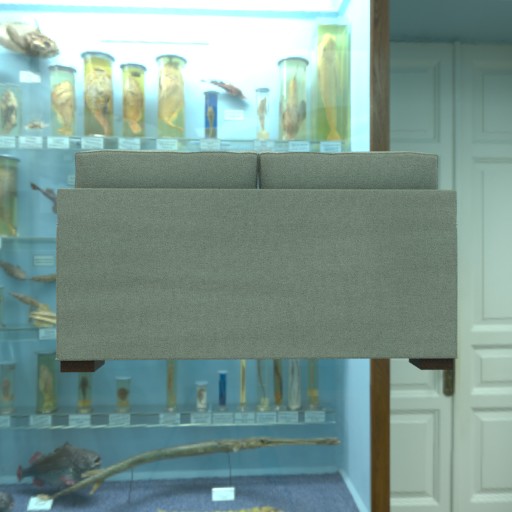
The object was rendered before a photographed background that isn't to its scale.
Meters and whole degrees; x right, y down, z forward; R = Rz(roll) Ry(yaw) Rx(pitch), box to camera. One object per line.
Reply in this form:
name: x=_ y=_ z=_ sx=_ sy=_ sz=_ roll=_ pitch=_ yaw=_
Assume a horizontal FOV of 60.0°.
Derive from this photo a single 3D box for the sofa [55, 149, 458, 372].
sofa: x=0.000 y=0.000 z=2.090 sx=1.484 sy=0.853 sz=0.940 roll=0 pitch=0 yaw=-1
